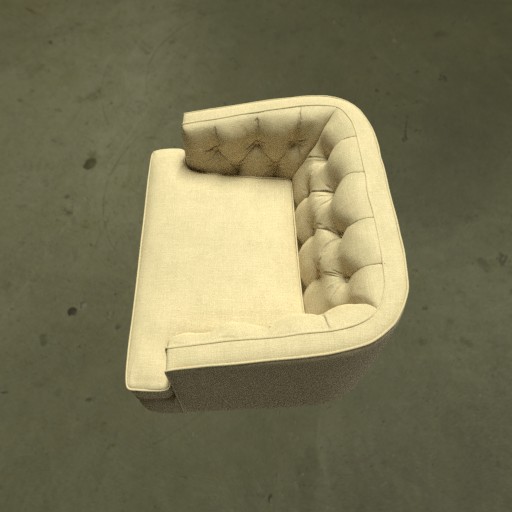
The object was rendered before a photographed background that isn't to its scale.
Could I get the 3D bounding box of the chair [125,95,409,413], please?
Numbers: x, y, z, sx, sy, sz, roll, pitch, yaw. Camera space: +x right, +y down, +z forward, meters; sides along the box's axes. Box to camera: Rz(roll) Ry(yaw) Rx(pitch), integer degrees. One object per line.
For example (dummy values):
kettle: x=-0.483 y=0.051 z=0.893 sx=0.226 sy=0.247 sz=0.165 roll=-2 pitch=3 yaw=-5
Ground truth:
chair: x=0.000 y=0.000 z=1.794 sx=0.914 sy=0.787 sz=1.118 roll=-2 pitch=59 yaw=-1
